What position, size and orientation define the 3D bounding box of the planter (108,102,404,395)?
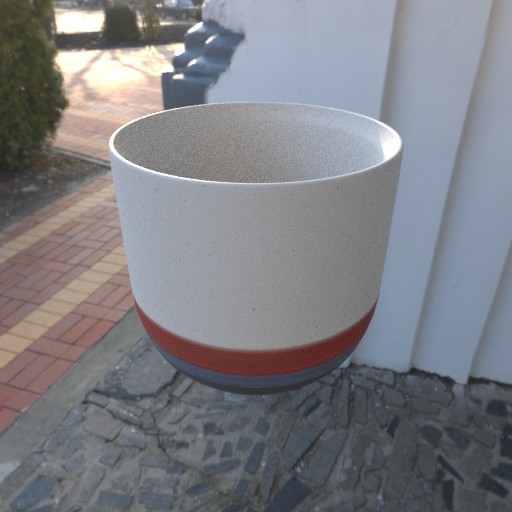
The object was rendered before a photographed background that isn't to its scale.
[{"bbox_3d":[0.000,0.000,0.483,0.268,0.270,0.268,0,31,0],"label":"planter"}]
